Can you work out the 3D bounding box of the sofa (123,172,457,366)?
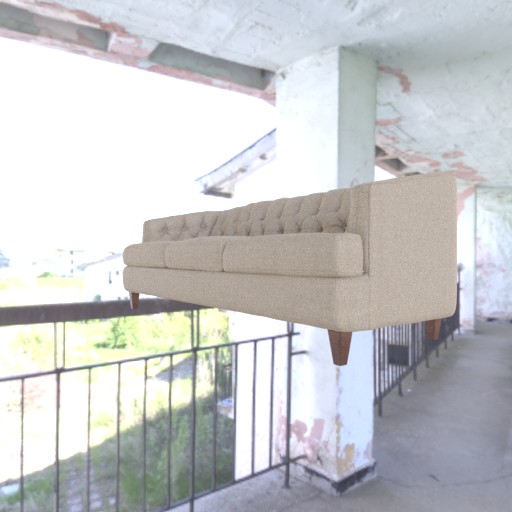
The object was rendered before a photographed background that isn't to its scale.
[{"bbox_3d":[0.000,0.000,2.682,0.913,0.788,2.235,0,0,-36],"label":"sofa"}]
